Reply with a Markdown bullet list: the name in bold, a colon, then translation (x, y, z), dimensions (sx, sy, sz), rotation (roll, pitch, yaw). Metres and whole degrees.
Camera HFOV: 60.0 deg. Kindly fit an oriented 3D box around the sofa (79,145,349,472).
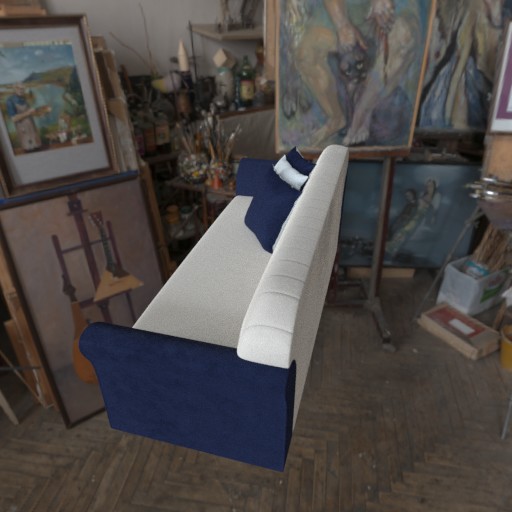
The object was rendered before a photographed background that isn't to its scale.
- **sofa**: translation (0.000, 0.000, 2.374), dimensions (0.749, 0.789, 2.006), rotation (8, 32, 13)
